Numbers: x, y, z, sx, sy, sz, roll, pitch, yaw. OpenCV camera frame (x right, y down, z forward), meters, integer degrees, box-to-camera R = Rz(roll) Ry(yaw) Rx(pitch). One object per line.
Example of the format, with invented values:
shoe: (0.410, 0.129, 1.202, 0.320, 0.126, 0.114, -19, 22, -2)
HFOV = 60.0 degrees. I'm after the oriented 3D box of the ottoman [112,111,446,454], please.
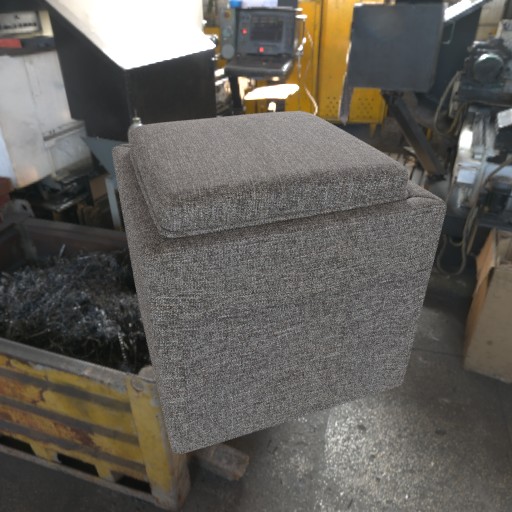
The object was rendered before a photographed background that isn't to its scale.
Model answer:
ottoman: (0.000, 0.000, 0.851, 0.450, 0.460, 0.450, -11, 34, -17)
